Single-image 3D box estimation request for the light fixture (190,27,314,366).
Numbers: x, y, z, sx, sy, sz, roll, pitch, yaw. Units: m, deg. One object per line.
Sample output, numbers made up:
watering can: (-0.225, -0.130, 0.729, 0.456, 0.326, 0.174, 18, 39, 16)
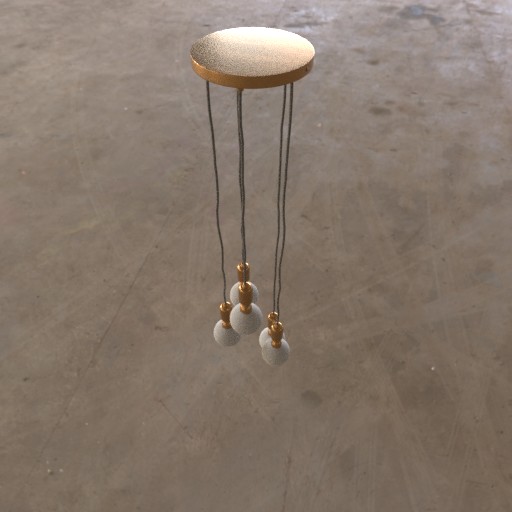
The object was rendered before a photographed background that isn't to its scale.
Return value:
light fixture: (0.000, 0.000, 0.506, 0.105, 0.457, 0.108, 24, 51, 22)
